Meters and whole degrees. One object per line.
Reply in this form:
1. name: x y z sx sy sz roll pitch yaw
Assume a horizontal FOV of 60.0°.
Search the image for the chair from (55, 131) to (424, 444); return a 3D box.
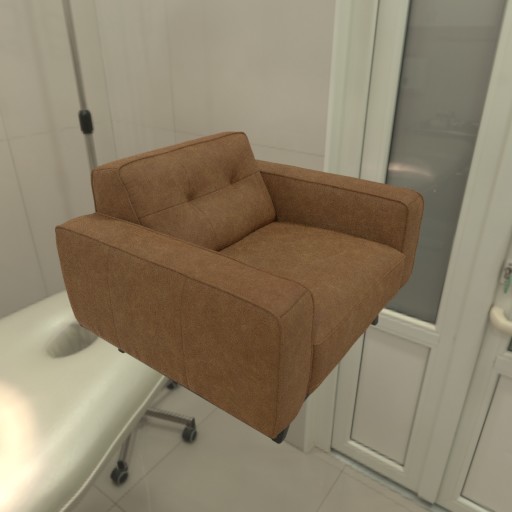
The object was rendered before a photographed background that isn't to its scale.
1. chair: 0.000 0.000 1.727 0.952 0.782 1.118 18 32 31
